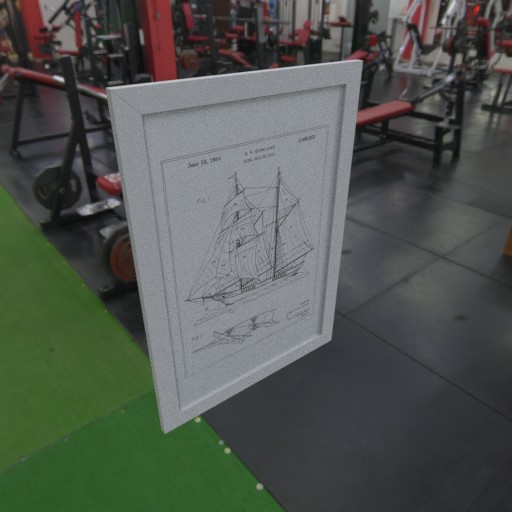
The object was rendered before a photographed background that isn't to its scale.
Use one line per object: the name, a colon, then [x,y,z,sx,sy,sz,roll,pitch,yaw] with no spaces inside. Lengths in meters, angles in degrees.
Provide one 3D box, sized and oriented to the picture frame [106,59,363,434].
picture frame: [0.000,0.000,0.592,0.326,0.459,0.011,-21,36,-31]
